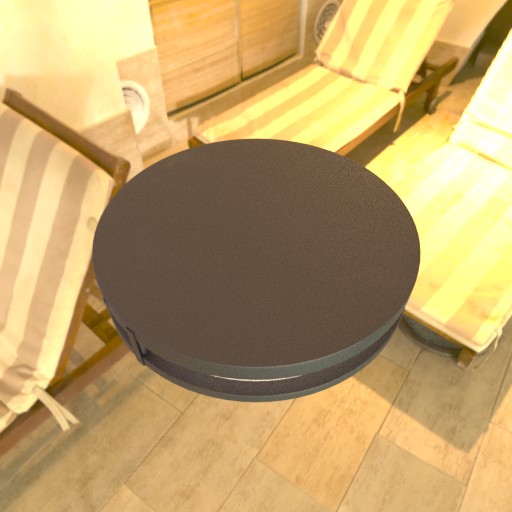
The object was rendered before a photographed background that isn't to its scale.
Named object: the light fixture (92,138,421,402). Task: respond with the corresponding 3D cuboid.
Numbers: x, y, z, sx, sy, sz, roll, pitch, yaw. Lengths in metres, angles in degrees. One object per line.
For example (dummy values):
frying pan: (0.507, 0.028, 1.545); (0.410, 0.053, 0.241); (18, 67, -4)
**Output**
light fixture: (0.000, 0.000, 0.528); (0.356, 0.102, 0.356); (0, 46, 0)
